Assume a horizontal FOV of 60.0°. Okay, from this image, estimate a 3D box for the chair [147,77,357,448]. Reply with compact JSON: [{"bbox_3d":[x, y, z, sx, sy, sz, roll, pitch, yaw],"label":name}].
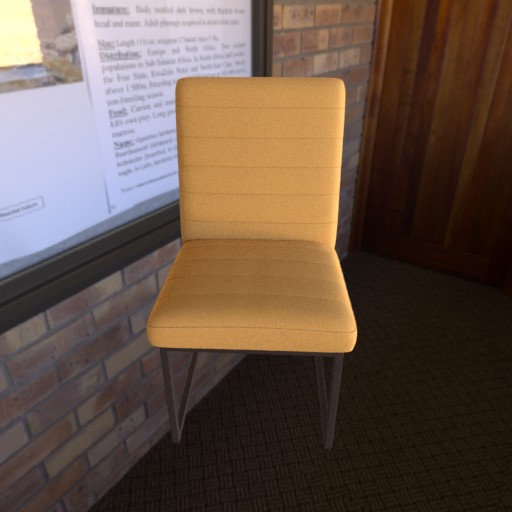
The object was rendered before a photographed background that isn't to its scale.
[{"bbox_3d":[0.000,0.000,1.320,0.520,0.930,0.634,1,29,2],"label":"chair"}]
